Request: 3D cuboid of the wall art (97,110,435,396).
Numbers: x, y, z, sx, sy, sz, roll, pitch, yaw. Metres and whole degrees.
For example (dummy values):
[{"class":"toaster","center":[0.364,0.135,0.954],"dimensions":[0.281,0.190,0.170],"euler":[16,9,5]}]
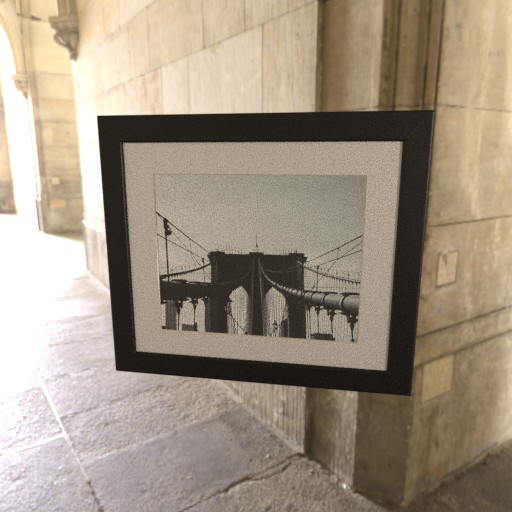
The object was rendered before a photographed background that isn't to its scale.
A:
[{"class":"wall art","center":[0.000,0.000,0.732],"dimensions":[0.521,0.450,0.018],"euler":[2,13,10]}]
